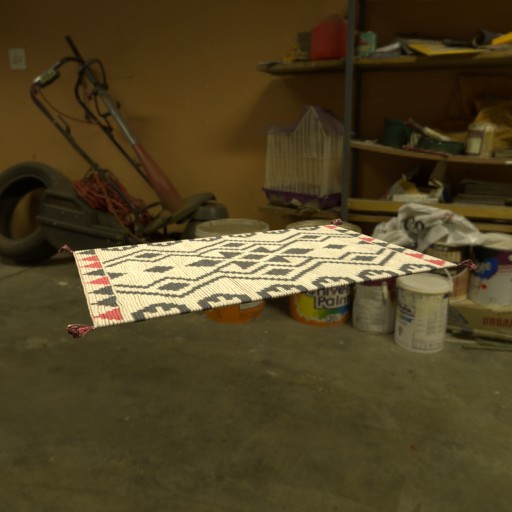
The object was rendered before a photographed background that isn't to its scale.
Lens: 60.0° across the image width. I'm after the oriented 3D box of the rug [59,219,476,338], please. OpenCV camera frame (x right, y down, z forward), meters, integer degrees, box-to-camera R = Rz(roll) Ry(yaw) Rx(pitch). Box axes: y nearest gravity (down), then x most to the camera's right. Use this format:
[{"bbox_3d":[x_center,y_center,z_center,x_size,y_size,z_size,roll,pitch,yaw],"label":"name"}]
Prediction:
[{"bbox_3d":[0.000,0.000,3.280,2.672,0.066,1.741,-7,17,-24],"label":"rug"}]
